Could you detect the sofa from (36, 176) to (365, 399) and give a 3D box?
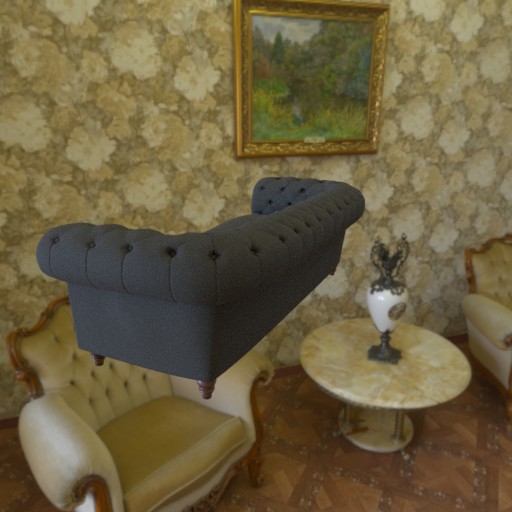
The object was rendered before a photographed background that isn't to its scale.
[{"bbox_3d":[0.000,0.000,2.752,0.991,0.762,2.362,8,18,25],"label":"sofa"}]
